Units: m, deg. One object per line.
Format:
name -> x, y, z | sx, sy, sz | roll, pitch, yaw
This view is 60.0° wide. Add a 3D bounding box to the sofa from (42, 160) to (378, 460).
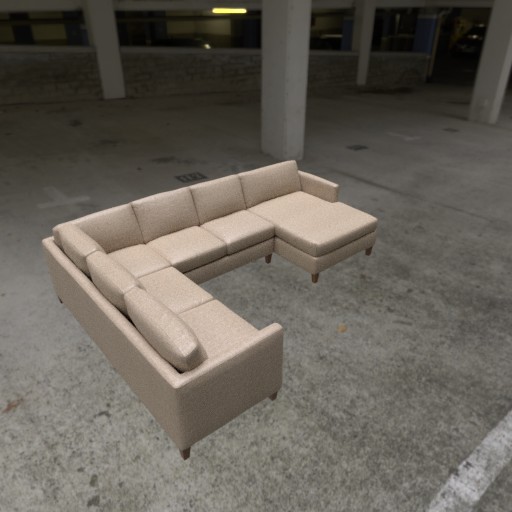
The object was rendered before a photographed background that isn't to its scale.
sofa -> 0.000, 0.000, 4.620 | 3.460, 0.961, 2.594 | -23, 37, -34
